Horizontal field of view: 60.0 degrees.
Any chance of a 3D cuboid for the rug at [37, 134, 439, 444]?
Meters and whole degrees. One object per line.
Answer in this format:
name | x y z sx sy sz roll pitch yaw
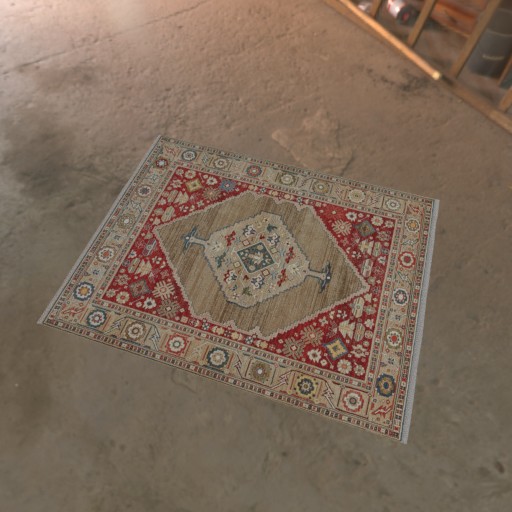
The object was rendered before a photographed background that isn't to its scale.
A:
rug | 0.000 0.000 4.144 3.143 0.008 2.451 15 58 10
